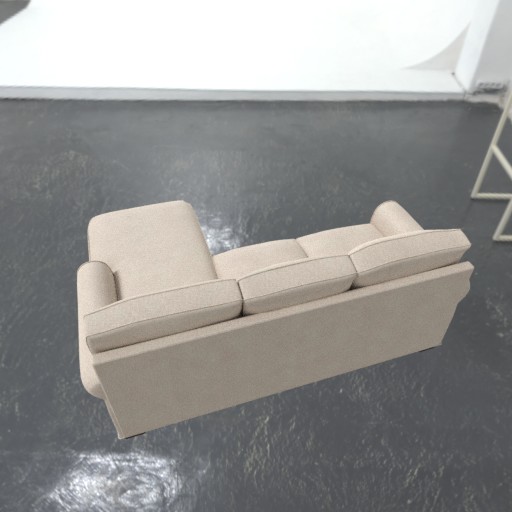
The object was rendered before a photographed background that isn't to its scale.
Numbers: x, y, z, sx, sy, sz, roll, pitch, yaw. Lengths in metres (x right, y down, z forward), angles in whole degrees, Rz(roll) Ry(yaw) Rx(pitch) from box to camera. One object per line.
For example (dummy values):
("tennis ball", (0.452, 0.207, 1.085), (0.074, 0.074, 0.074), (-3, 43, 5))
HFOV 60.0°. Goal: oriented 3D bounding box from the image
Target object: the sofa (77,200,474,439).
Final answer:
("sofa", (0.000, 0.000, 2.328), (1.770, 0.734, 1.226), (-12, 44, -13))
